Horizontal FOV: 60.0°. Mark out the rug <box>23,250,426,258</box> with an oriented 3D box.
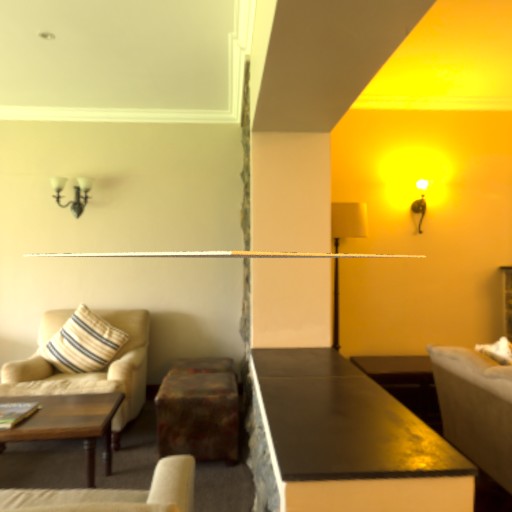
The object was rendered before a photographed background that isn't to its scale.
[{"bbox_3d":[0.000,0.000,2.898,1.514,0.014,2.275,0,-1,37],"label":"rug"}]
